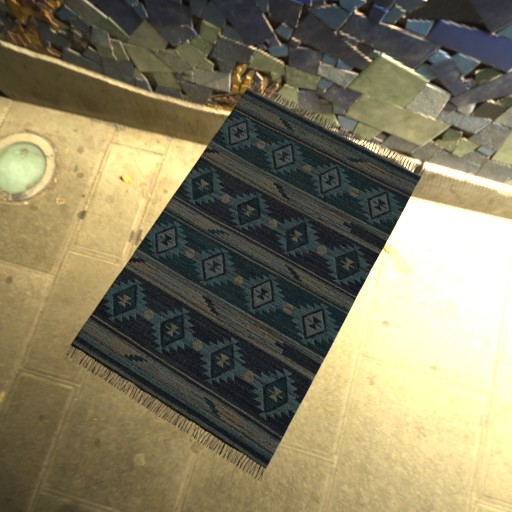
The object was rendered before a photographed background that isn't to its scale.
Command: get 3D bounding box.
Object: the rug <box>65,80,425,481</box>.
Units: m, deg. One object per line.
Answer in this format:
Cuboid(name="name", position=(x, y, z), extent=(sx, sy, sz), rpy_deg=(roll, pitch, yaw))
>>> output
Cuboid(name="rug", position=(0.000, 0.000, 2.433), extent=(1.181, 0.028, 1.936), rpy_deg=(30, 76, 8))
